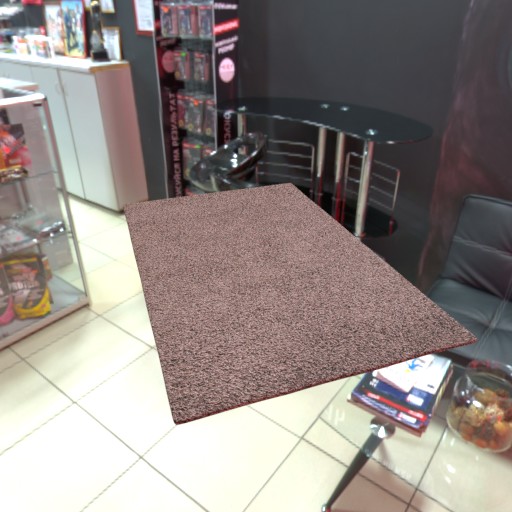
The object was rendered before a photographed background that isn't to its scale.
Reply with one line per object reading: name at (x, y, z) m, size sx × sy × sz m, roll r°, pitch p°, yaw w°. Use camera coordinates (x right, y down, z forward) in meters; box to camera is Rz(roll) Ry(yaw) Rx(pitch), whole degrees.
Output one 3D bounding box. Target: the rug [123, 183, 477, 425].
rug at (0.000, 0.000, 3.441) m, size 1.778 × 0.030 × 2.743 m, roll -10°, pitch 31°, yaw -17°
